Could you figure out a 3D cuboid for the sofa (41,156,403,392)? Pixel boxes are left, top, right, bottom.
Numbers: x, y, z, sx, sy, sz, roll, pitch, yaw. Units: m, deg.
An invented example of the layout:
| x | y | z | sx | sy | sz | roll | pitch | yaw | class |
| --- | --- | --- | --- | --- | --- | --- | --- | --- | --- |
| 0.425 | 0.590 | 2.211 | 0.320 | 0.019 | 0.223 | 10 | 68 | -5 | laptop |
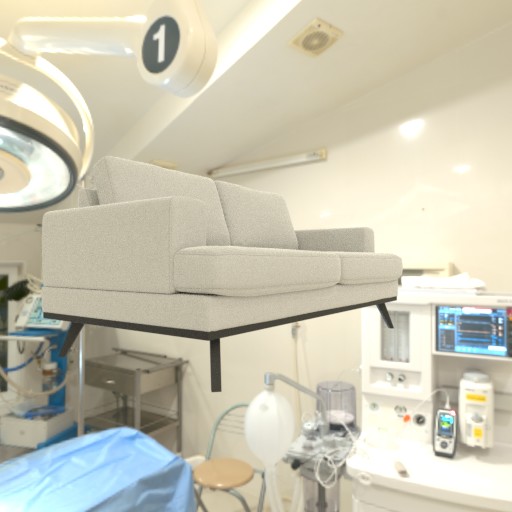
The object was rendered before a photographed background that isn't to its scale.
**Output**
| x | y | z | sx | sy | sz | roll | pitch | yaw | class |
| --- | --- | --- | --- | --- | --- | --- | --- | --- | --- |
| 0.000 | 0.000 | 2.148 | 0.920 | 0.810 | 1.650 | -1 | -1 | 36 | sofa |
